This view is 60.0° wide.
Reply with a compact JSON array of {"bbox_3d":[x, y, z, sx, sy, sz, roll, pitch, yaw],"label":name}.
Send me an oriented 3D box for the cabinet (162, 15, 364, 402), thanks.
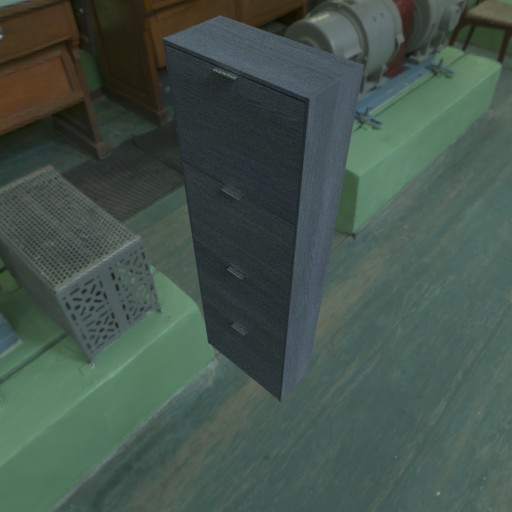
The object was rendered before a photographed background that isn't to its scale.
[{"bbox_3d":[0.000,0.000,1.798,0.520,1.630,0.255,33,56,26],"label":"cabinet"}]
